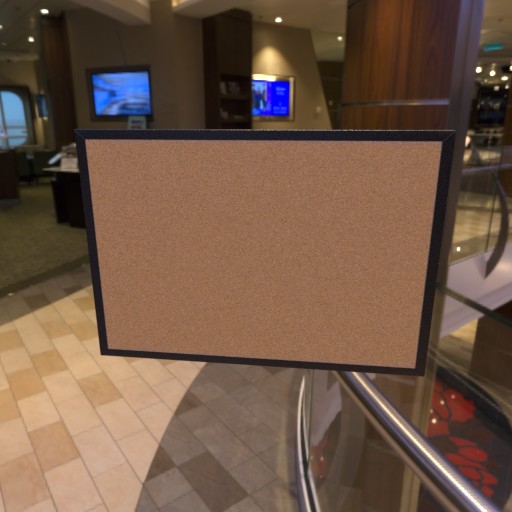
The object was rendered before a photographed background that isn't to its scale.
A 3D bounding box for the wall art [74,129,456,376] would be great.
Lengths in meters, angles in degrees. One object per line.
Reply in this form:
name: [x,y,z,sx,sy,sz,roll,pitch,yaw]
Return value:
wall art: [0.000,0.000,0.559,0.440,0.306,0.013,2,17,7]
